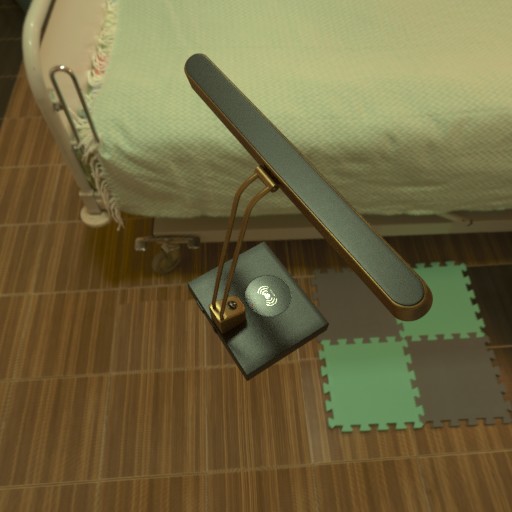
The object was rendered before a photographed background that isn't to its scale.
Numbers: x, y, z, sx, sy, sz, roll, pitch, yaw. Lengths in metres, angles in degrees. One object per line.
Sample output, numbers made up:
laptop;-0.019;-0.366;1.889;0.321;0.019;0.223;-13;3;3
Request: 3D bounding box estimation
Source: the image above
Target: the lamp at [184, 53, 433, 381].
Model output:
lamp;0.000;0.000;0.591;0.156;0.345;0.412;-29;63;-17
